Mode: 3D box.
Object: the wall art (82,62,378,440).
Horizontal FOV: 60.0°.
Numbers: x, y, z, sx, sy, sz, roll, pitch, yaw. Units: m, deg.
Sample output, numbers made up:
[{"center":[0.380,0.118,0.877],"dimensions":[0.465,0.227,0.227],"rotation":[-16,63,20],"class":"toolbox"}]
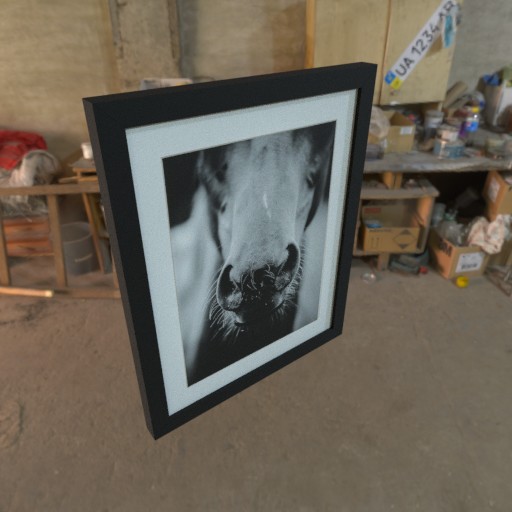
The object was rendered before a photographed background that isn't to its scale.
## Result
[{"center":[0.000,0.000,0.535],"dimensions":[0.329,0.404,0.024],"rotation":[-21,37,-31],"class":"wall art"}]
